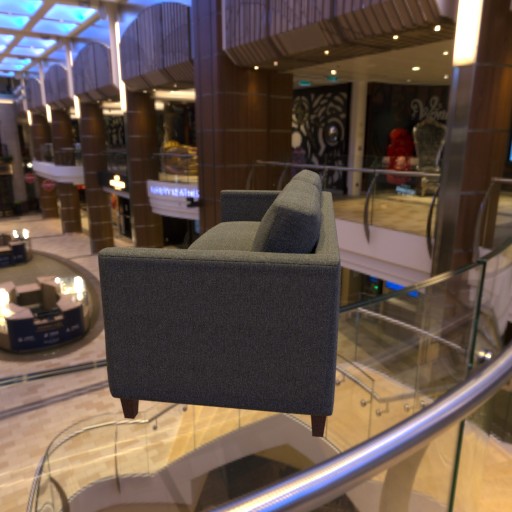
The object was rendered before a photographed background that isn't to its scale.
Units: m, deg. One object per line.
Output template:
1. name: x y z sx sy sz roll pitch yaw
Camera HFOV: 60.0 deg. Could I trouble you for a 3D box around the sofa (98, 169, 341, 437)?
1. sofa: 0.000 0.000 2.732 0.948 0.965 2.208 2 15 8
